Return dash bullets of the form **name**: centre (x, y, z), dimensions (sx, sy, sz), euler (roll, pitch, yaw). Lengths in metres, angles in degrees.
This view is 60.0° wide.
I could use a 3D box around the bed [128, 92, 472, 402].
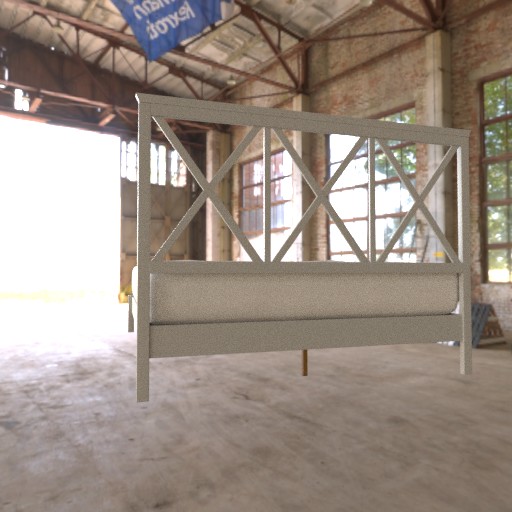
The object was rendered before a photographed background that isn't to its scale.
- **bed**: centre (0.000, 0.000, 3.049), dimensions (1.673, 1.253, 2.135), euler (1, -2, -17)
